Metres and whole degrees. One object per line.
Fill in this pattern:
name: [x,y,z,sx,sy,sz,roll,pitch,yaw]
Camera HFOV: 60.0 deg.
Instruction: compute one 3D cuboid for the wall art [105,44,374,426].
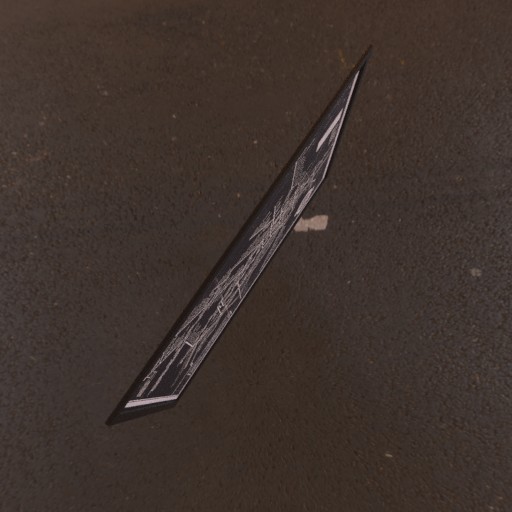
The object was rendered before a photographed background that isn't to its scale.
wall art: [0.000,0.000,1.490,0.013,0.811,1.192,32,76,9]
